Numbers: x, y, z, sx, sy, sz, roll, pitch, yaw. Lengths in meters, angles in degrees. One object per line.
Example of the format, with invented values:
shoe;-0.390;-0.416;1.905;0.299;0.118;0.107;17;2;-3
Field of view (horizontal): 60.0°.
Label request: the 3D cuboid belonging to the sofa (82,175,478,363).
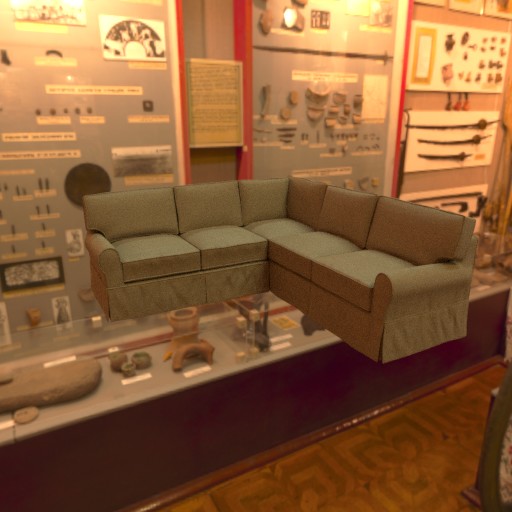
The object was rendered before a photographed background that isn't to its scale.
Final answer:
sofa;0.000;0.000;4.020;2.618;1.081;2.623;-9;19;-27
